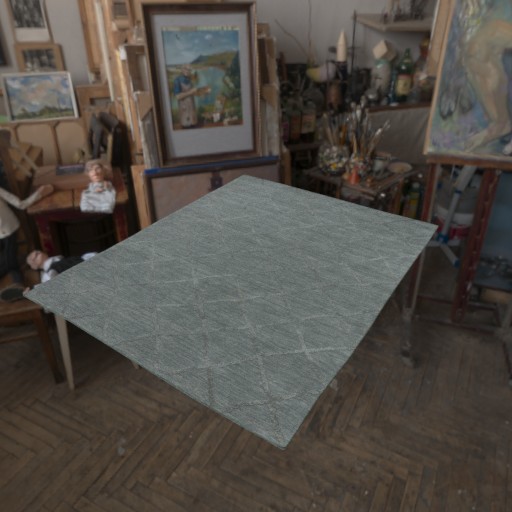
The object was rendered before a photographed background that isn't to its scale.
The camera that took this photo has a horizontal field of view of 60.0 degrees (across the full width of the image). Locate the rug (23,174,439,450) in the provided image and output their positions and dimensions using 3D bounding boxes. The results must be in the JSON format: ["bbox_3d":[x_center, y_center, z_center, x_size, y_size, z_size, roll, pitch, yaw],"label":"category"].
[{"bbox_3d":[0.000,0.000,3.993,2.438,0.013,3.048,20,38,28],"label":"rug"}]
